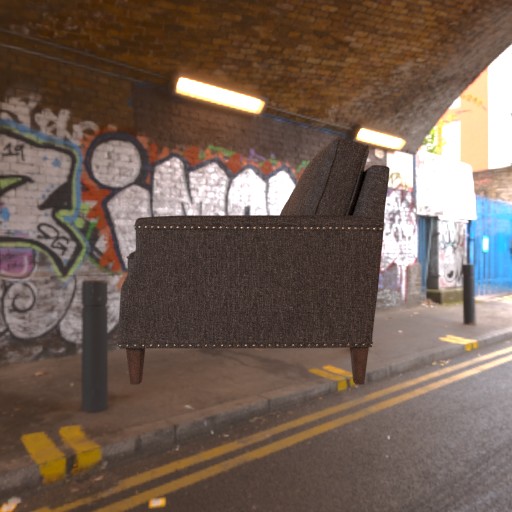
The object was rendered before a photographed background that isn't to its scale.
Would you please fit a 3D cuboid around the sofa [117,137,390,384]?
[{"bbox_3d":[0.000,0.000,2.814,1.084,1.003,2.246,0,0,0],"label":"sofa"}]
